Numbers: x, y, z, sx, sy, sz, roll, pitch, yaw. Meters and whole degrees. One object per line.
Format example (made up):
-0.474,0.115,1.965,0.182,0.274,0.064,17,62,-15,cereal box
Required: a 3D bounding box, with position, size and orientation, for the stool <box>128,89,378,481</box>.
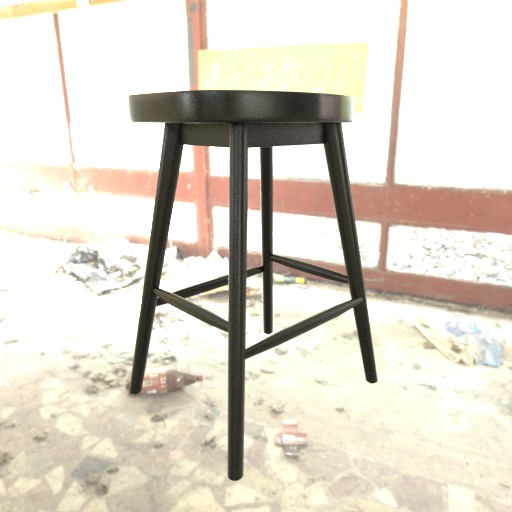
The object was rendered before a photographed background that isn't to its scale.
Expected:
0.000,0.000,0.906,0.440,0.615,0.361,-15,23,-41,stool
